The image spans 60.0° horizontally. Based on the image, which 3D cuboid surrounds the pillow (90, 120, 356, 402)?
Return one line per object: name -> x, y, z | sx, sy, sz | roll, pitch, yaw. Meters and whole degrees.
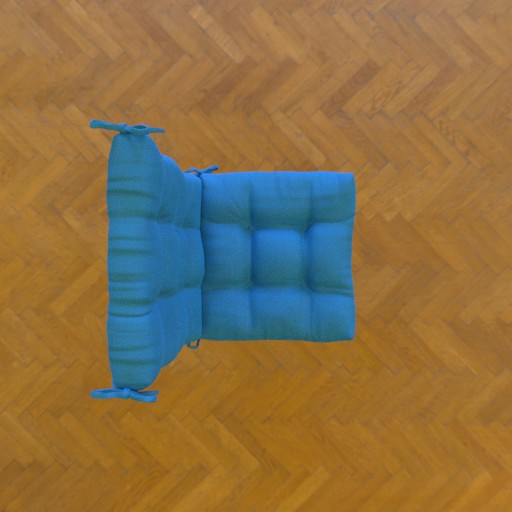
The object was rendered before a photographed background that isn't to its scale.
pillow -> 0.000, 0.000, 1.029 | 0.571, 0.605, 0.519 | 0, 90, 0
